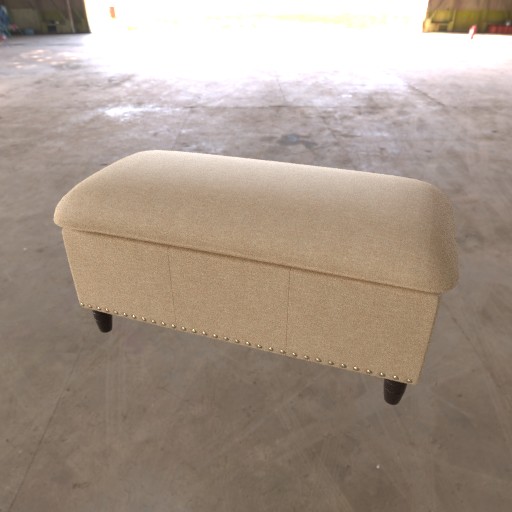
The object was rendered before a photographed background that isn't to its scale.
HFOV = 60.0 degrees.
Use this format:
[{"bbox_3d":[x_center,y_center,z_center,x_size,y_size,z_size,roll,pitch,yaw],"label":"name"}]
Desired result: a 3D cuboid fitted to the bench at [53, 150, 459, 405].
[{"bbox_3d":[0.000,0.000,1.252,0.991,0.483,0.483,10,32,16],"label":"bench"}]
